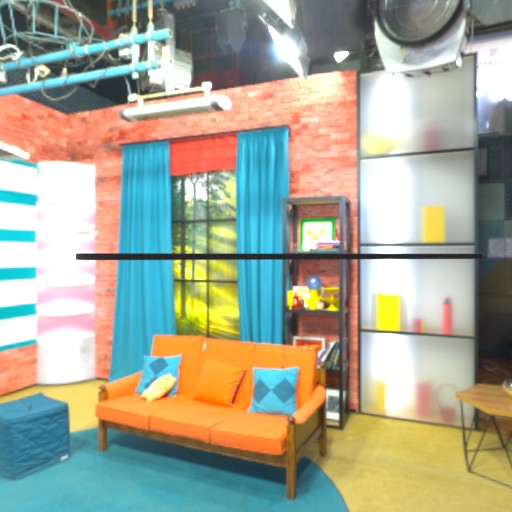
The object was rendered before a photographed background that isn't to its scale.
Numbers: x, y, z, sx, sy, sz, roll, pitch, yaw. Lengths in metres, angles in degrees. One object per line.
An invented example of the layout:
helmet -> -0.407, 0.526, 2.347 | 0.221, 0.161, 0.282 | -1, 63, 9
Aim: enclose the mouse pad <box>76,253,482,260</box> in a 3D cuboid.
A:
mouse pad -> 0.000, 0.000, 0.319 | 0.229, 0.003, 0.203 | 0, 0, -18
